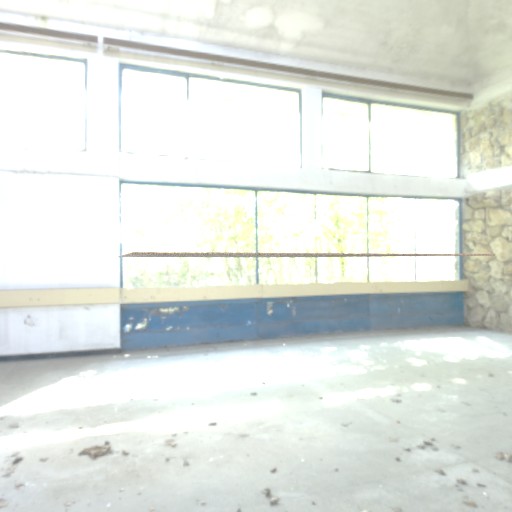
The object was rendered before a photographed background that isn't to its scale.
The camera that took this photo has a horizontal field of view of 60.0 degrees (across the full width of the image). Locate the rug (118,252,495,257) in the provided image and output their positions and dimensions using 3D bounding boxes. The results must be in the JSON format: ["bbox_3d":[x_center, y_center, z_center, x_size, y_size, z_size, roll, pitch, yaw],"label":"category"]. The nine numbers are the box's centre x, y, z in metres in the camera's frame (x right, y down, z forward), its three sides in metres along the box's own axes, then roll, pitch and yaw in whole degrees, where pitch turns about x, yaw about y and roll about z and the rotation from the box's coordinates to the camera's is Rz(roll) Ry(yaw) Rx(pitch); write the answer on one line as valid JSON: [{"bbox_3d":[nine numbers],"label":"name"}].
[{"bbox_3d":[0.000,0.000,4.218,2.448,0.013,3.205,0,0,-18],"label":"rug"}]
